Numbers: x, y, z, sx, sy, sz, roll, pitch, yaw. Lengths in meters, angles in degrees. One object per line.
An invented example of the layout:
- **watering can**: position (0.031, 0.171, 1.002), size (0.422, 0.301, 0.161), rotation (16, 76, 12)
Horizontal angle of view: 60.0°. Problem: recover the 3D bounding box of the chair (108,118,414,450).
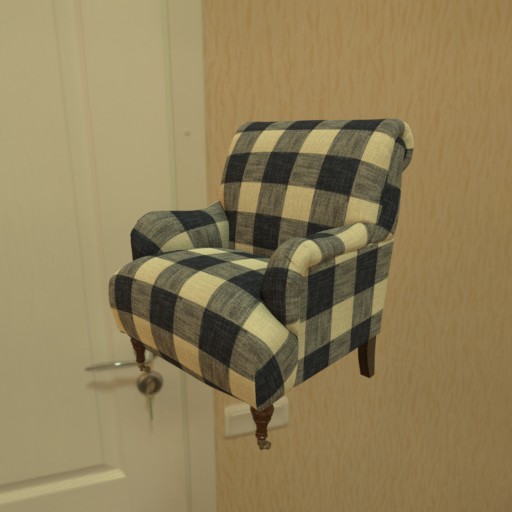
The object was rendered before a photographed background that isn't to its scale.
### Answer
- **chair**: position (0.000, 0.000, 1.604), size (0.781, 0.953, 0.848), rotation (14, 21, 42)
